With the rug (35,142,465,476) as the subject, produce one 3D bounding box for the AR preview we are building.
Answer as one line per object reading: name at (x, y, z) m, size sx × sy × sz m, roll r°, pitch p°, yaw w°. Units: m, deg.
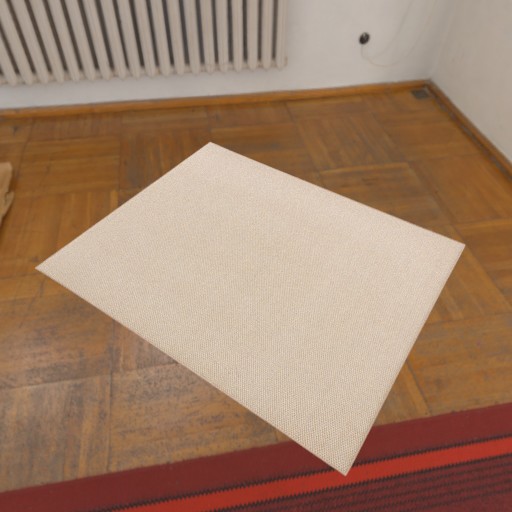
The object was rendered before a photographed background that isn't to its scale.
rug at (0.000, 0.000, 4.007) m, size 3.039 × 0.018 × 2.462 m, roll 27°, pitch 52°, yaw 23°
